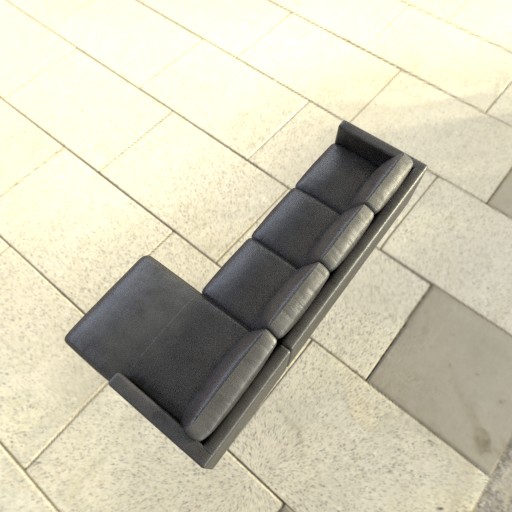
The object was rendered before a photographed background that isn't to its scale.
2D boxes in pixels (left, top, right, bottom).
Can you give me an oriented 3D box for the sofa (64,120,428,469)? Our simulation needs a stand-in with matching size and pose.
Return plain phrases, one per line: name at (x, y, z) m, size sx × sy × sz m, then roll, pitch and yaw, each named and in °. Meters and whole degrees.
sofa at (0.000, 0.000, 4.014) m, size 1.581 × 0.883 × 3.203 m, roll 35°, pitch 69°, yaw 16°
